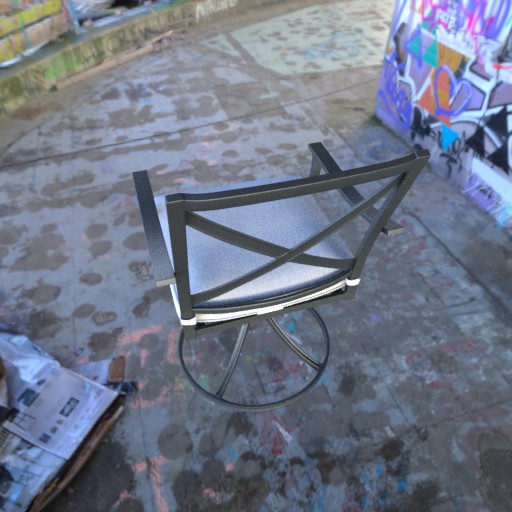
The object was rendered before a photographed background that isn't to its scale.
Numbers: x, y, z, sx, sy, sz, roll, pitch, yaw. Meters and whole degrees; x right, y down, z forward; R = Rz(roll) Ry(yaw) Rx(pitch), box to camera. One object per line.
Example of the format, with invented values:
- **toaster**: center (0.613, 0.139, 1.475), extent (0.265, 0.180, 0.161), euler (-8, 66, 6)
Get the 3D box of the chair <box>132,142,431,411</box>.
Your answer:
- **chair**: center (0.000, 0.000, 1.260), extent (0.575, 0.889, 0.620), euler (-12, 44, -13)
